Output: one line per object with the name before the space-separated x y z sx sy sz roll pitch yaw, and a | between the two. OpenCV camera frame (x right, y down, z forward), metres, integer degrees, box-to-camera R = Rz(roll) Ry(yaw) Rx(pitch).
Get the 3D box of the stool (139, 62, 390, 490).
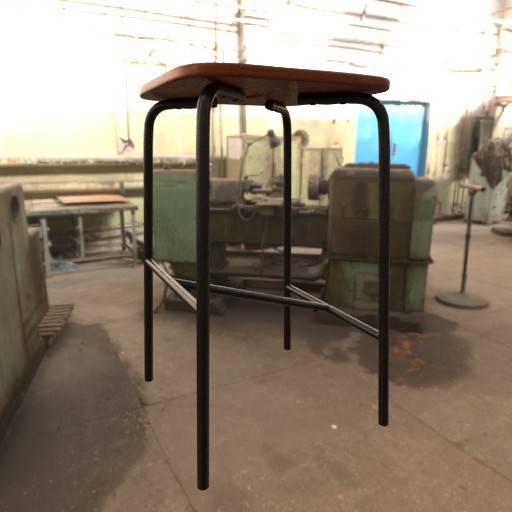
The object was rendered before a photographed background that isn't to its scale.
stool | 0.000 0.000 0.840 0.376 0.610 0.376 -7 15 -26
